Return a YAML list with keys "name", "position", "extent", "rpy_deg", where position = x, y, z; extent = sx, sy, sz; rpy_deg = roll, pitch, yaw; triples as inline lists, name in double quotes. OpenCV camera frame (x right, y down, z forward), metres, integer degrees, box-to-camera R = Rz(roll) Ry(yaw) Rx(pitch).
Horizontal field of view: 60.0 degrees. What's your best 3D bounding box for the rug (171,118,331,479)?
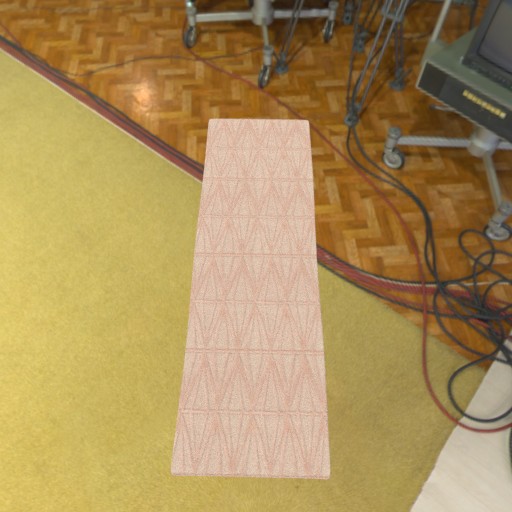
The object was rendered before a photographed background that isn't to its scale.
- name: "rug"
  position: [0.000, 0.000, 2.711]
  extent: [0.760, 0.015, 2.435]
  rpy_deg: [1, 58, 1]
